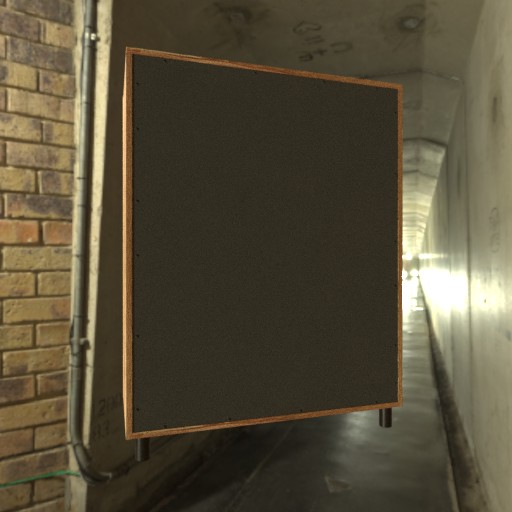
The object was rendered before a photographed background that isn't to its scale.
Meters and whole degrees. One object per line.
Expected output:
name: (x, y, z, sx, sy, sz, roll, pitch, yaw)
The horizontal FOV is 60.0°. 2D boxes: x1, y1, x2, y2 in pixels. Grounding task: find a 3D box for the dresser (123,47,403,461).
dresser: (0.000, 0.000, 1.691, 0.966, 1.243, 0.480, 0, 0, -18)
